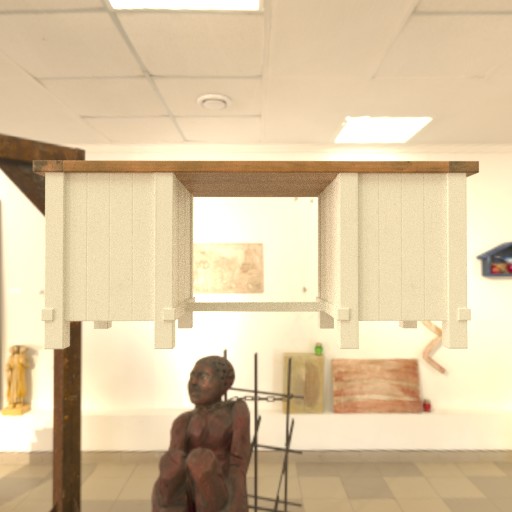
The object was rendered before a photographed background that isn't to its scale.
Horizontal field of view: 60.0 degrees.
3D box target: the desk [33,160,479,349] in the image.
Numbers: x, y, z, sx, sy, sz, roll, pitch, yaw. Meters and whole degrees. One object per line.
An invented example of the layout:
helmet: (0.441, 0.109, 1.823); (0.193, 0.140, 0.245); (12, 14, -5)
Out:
desk: (0.000, 0.000, 2.131); (1.803, 0.760, 0.688); (0, -1, 0)
